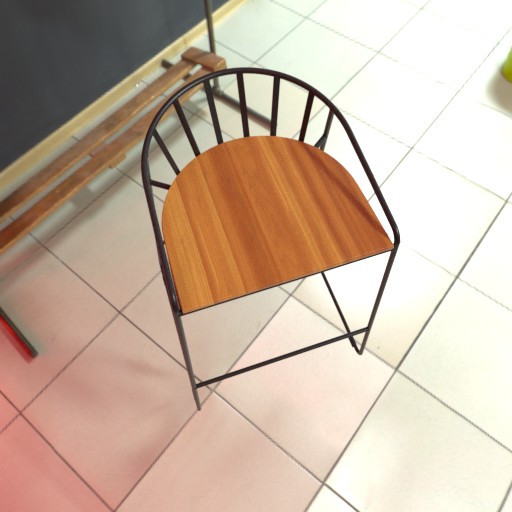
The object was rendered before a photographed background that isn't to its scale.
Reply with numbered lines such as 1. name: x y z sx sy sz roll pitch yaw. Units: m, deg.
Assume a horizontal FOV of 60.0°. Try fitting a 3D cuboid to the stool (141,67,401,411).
1. stool: 0.000 0.000 1.151 0.546 0.812 0.521 -17 64 -8
